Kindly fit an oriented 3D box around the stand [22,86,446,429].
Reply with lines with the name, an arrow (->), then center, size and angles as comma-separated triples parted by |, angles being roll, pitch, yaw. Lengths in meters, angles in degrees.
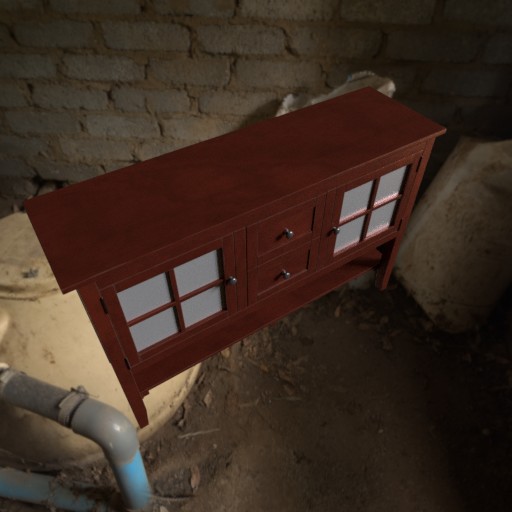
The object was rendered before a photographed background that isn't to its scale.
stand -> 0.000, 0.000, 1.741 | 1.362, 0.872, 0.410 | -25, 51, -22
